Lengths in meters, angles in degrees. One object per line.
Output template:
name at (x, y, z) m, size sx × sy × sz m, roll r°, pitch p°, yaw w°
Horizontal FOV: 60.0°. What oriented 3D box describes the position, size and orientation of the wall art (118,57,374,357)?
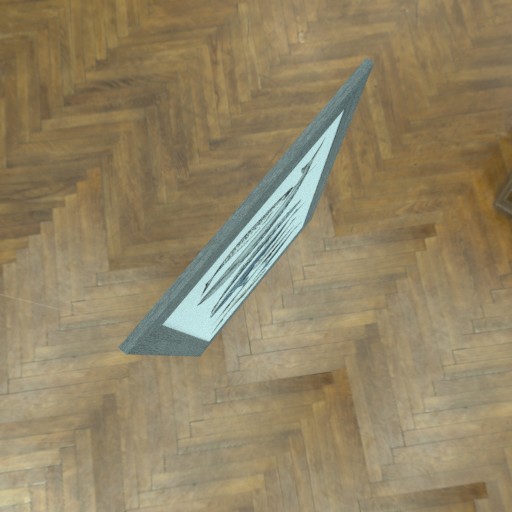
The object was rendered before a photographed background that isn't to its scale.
wall art at (0.000, 0.000, 1.386) m, size 0.020 × 1.070 × 0.768 m, roll 38°, pitch 80°, yaw 8°
